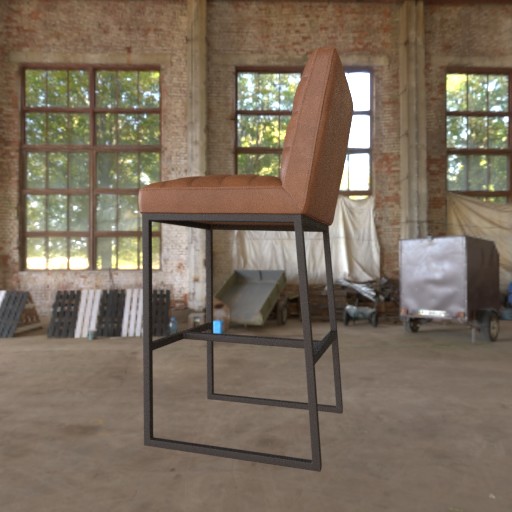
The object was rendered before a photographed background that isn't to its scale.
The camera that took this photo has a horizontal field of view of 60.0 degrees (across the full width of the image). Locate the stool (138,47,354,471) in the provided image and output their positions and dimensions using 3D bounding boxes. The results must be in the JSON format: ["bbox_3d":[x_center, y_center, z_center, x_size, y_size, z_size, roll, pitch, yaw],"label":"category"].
[{"bbox_3d":[0.000,0.000,1.347,0.556,1.040,0.458,0,0,18],"label":"stool"}]
